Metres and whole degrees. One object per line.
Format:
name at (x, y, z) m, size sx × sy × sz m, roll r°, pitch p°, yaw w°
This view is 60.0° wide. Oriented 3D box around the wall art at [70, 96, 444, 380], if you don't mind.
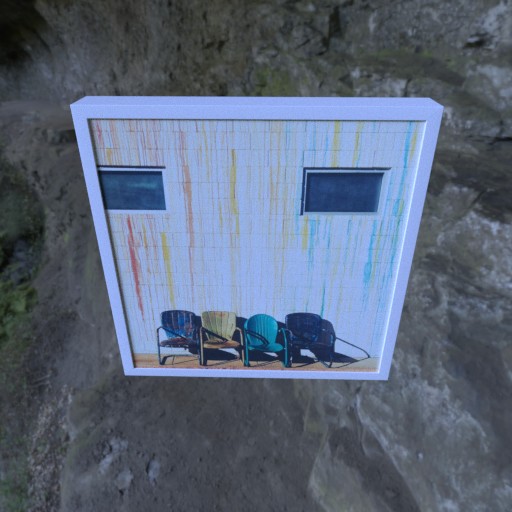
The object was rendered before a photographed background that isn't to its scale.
wall art at (0.000, 0.000, 0.453) m, size 0.305 × 0.305 × 0.038 m, roll 1°, pitch 30°, yaw 1°
